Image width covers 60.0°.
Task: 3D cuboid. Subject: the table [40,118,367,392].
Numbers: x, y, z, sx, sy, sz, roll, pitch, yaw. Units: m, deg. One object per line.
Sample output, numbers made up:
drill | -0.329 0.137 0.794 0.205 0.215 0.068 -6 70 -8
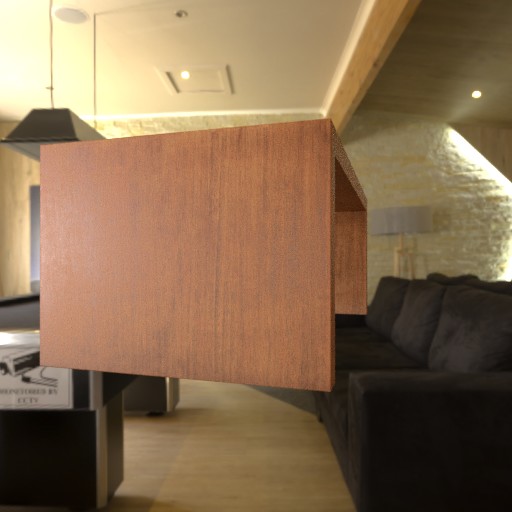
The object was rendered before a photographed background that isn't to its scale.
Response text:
table | 0.000 0.000 1.235 0.549 0.419 1.000 0 0 17
